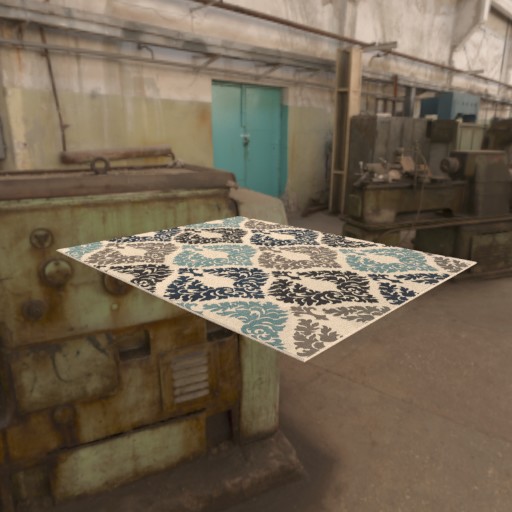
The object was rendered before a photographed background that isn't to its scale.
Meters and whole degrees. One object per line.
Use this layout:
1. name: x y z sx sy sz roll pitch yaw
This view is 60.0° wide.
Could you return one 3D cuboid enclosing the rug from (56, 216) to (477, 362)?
1. rug: 0.000 0.000 4.070 3.040 0.014 2.423 15 22 42
